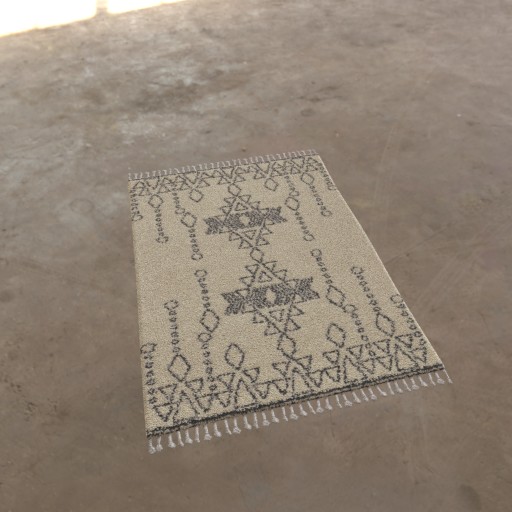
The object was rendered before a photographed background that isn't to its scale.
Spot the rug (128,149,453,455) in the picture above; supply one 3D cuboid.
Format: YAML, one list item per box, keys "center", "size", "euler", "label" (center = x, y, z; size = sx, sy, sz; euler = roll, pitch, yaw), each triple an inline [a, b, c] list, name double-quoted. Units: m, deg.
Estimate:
- center: [0.000, 0.000, 3.943]
  size: [2.125, 0.028, 3.027]
  euler: [-10, 48, -9]
  label: "rug"
